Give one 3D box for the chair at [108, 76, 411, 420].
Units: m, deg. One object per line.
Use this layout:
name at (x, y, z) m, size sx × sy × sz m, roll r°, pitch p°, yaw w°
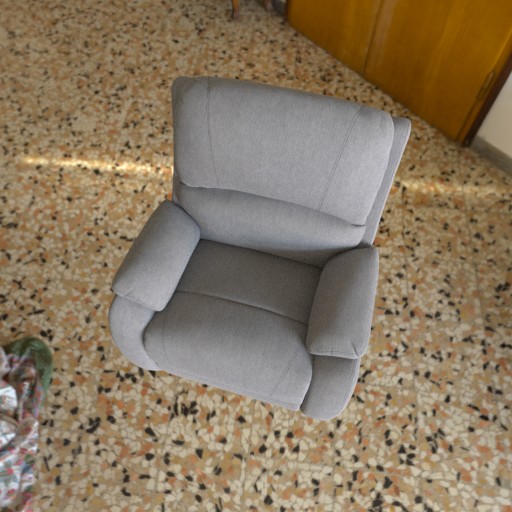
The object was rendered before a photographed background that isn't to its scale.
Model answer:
chair at (0.000, 0.000, 1.703) m, size 0.930 × 1.011 × 0.899 m, roll 14°, pitch 59°, yaw 8°
